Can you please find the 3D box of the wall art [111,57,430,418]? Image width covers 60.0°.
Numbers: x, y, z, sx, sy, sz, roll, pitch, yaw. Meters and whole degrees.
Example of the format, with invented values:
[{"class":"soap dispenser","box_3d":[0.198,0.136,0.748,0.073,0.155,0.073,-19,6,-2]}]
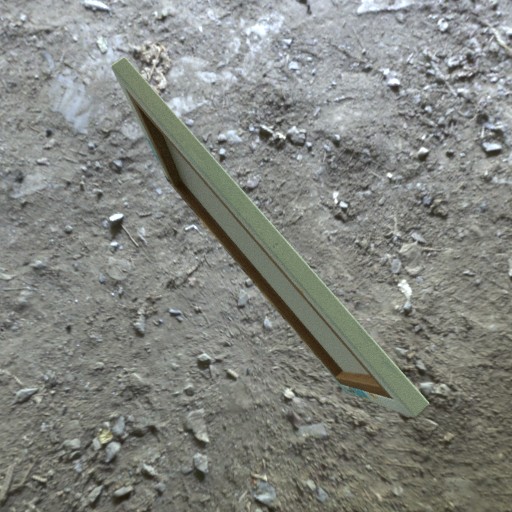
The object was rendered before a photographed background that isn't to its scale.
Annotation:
[{"class":"wall art","box_3d":[0.000,0.000,1.149,0.038,0.609,0.913,-39,80,-8]}]
